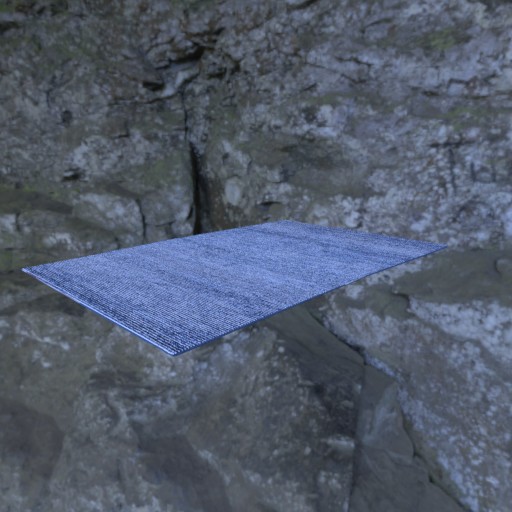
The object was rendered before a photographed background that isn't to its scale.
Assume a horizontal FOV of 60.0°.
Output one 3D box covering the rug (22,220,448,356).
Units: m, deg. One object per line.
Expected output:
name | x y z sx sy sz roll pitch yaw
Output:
rug | 0.000 0.000 2.181 1.793 0.025 1.159 -14 20 -43
